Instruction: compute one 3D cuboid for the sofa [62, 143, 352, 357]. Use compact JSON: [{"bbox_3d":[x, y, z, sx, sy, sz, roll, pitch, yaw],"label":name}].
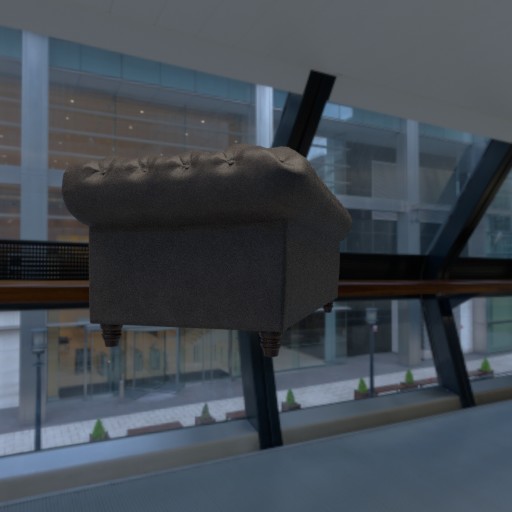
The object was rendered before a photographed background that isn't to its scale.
[{"bbox_3d":[0.000,0.000,2.500,0.944,0.779,2.048,0,-1,17],"label":"sofa"}]
